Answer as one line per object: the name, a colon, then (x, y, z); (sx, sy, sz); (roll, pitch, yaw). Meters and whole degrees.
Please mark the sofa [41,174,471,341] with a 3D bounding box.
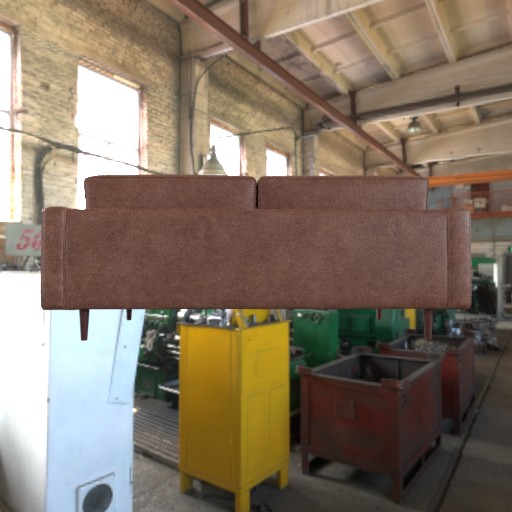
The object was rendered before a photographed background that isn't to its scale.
sofa: (0.000, 0.000, 2.342); (1.870, 0.760, 0.910); (0, -1, -1)
